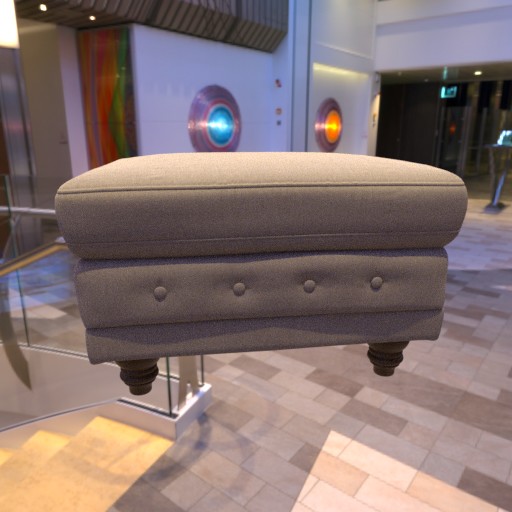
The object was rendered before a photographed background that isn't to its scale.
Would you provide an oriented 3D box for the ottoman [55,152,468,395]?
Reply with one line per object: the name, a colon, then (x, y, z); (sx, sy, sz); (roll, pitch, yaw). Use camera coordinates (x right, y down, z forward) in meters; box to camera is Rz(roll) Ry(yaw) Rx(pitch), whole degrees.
ottoman: (0.000, 0.000, 1.112); (0.771, 0.500, 0.569); (-2, 16, -7)
